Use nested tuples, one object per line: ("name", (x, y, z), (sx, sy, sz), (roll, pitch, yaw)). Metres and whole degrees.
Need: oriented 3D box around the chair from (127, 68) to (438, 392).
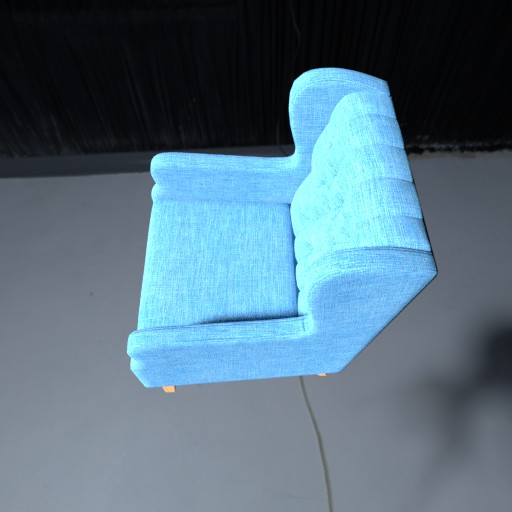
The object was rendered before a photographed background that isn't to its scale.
("chair", (0.000, 0.000, 1.463), (0.775, 0.952, 0.711), (-1, 59, -1))
